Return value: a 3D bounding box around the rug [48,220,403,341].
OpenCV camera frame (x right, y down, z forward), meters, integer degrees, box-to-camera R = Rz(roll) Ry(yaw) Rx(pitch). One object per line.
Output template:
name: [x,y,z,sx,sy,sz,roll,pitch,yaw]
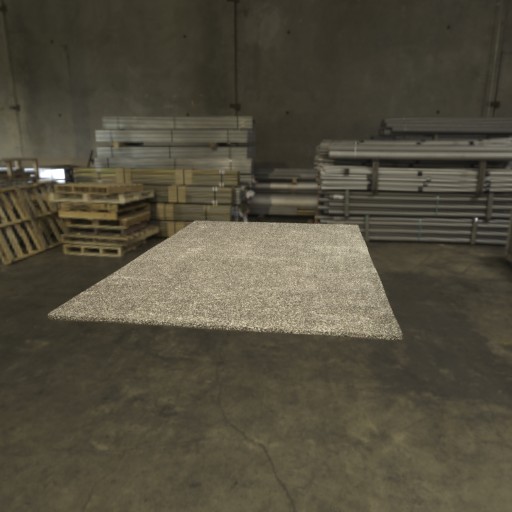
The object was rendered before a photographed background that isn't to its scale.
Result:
rug: [0.000,0.000,2.947,1.502,0.025,2.350,2,15,8]
